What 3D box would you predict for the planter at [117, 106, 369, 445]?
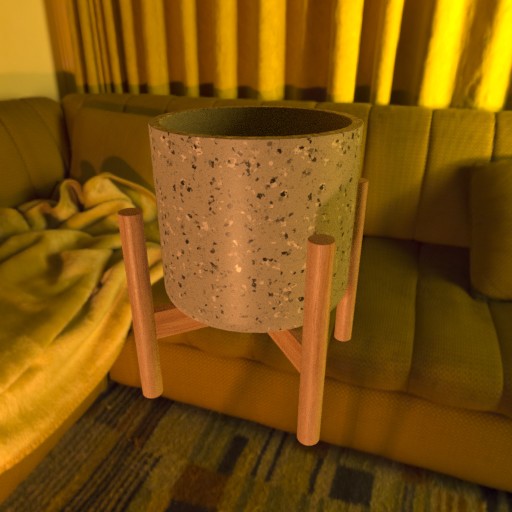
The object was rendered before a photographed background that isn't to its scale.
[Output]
[{"bbox_3d":[0.000,0.000,0.536,0.284,0.320,0.284,-1,26,-1],"label":"planter"}]
